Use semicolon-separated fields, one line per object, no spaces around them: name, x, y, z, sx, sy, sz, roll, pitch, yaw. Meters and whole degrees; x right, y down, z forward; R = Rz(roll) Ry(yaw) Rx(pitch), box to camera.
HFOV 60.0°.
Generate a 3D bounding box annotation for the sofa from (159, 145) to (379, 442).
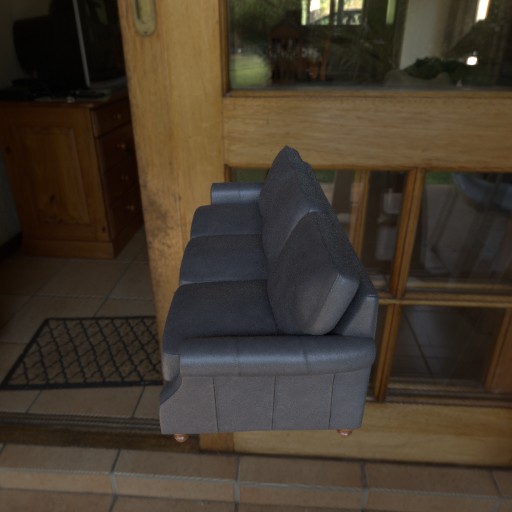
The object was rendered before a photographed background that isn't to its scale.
sofa;0.000;0.000;2.892;0.974;0.977;2.387;-1;27;-2
